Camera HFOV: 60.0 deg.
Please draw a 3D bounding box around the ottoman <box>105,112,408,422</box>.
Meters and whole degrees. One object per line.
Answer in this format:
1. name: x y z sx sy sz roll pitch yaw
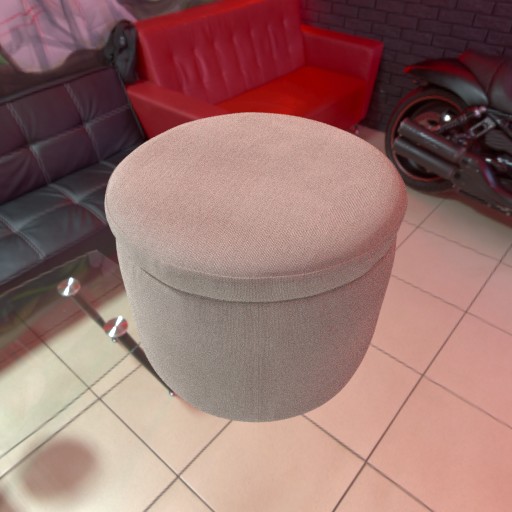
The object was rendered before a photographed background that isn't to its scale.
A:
1. ottoman: 0.000 0.000 0.855 0.497 0.409 0.497 0 41 0
